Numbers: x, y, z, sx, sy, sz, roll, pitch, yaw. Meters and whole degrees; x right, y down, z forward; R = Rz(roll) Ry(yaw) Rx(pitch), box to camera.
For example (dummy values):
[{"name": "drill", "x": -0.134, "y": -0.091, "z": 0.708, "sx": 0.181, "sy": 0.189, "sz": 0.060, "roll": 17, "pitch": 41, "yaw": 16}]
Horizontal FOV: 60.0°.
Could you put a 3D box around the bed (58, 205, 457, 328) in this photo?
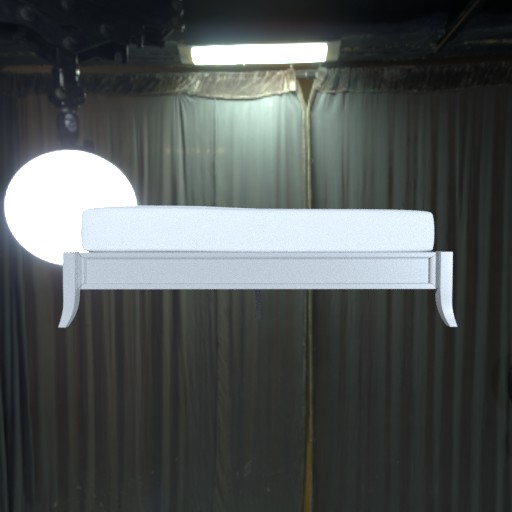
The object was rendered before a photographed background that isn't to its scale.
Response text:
[{"name": "bed", "x": 0.000, "y": 0.000, "z": 2.823, "sx": 1.604, "sy": 0.510, "sz": 2.108, "roll": 0, "pitch": 2, "yaw": -1}]
